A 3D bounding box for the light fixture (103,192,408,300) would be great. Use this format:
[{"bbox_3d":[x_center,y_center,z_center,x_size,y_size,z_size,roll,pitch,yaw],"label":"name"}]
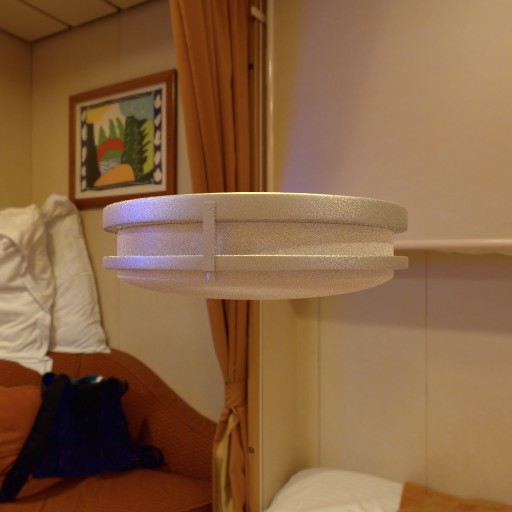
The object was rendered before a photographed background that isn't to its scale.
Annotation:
[{"bbox_3d":[0.000,0.000,0.544,0.356,0.102,0.356,0,-1,0],"label":"light fixture"}]
